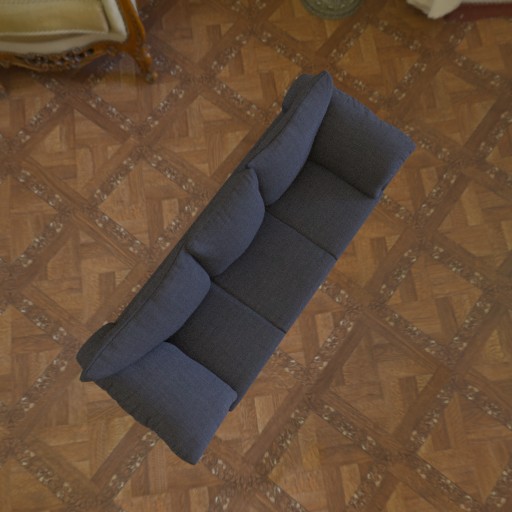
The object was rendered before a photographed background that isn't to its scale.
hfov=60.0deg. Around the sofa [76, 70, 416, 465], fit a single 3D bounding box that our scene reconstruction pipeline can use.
[{"bbox_3d":[0.000,0.000,2.814,0.883,1.080,2.336,35,79,8],"label":"sofa"}]
